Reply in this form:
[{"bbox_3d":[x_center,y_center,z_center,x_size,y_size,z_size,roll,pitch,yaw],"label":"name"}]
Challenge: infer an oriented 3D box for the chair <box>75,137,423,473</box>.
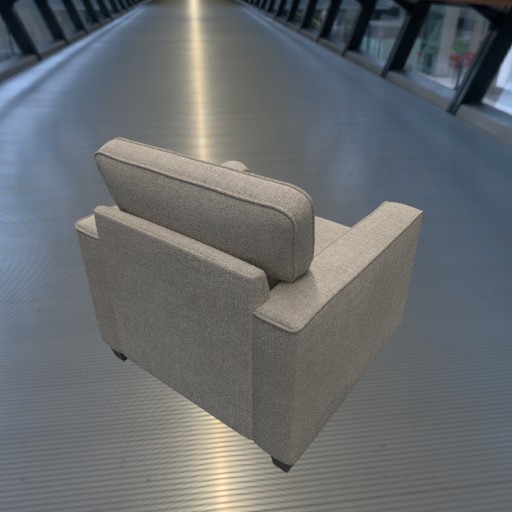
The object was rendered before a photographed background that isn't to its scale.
[{"bbox_3d":[0.000,0.000,1.769,1.015,0.965,0.939,22,37,31],"label":"chair"}]
